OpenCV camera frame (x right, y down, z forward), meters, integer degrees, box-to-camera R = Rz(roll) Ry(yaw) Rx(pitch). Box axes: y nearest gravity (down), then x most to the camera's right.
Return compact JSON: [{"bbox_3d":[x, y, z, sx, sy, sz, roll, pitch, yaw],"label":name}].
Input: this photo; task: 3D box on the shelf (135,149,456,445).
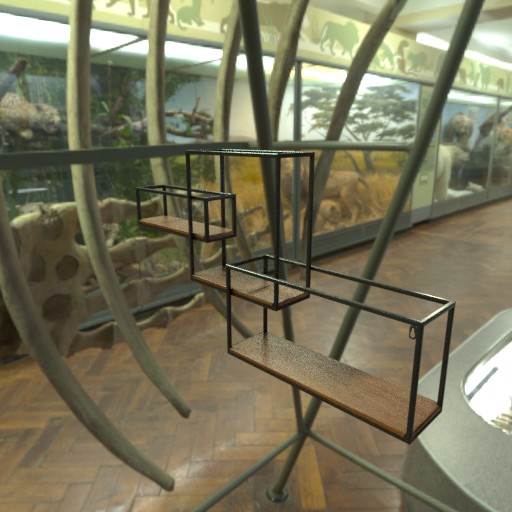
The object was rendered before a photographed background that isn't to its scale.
[{"bbox_3d":[0.000,0.000,2.115,1.781,0.972,0.275,15,21,43],"label":"shelf"}]
